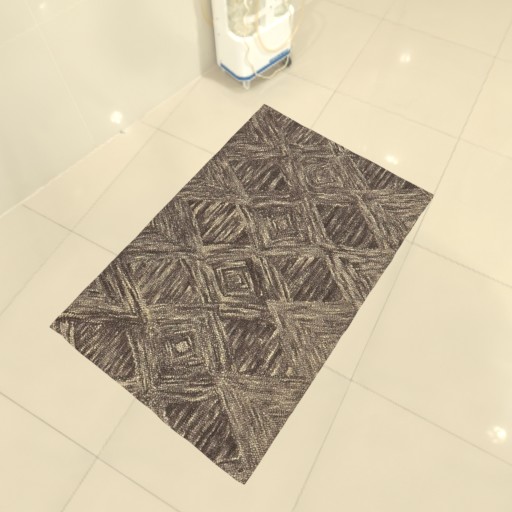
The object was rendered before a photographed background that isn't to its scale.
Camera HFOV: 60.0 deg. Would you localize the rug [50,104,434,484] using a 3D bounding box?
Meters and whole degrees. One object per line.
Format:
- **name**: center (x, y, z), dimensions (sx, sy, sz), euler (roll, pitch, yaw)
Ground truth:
- **rug**: center (0.000, 0.000, 2.333), dimensions (1.186, 0.012, 1.814), euler (33, 68, 15)
